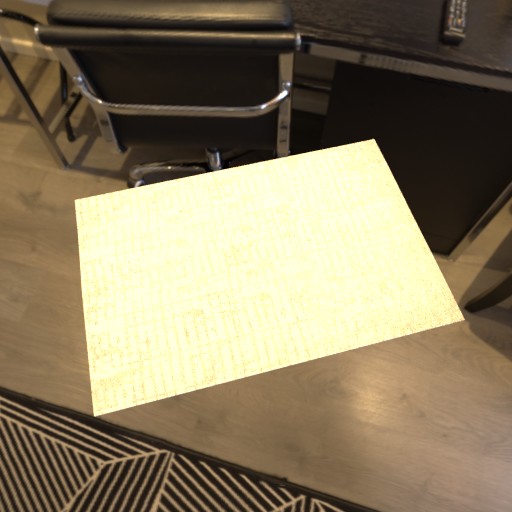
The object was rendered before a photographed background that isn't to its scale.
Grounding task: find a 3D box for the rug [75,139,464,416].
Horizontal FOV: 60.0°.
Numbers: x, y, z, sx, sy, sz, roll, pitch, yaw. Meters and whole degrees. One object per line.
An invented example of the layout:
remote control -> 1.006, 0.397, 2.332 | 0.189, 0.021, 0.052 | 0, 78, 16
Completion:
rug -> 0.000, 0.000, 2.364 | 1.827, 0.007, 1.211 | -13, 63, -7
